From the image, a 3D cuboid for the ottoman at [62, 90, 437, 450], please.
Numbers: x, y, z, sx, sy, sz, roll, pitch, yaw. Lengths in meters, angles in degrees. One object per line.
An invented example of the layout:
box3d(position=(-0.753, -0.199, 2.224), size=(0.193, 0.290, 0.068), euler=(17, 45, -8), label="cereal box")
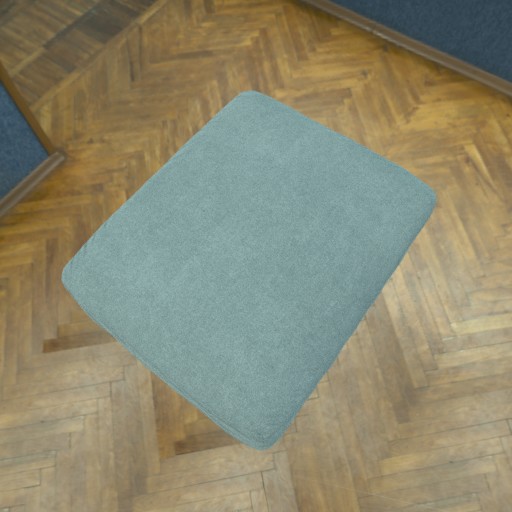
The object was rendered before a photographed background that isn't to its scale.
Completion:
box3d(position=(0.000, 0.000, 1.272), size=(0.683, 0.481, 0.837), euler=(34, 69, 15), label="ottoman")
